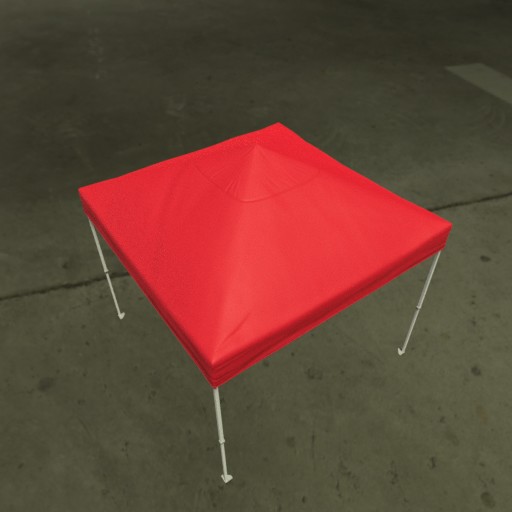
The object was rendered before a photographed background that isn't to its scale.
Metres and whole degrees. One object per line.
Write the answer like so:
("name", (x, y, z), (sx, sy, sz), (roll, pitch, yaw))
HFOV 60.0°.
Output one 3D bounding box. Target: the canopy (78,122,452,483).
("canopy", (0.000, 0.000, 5.409), (2.998, 2.997, 2.996), (-26, 48, -26))
